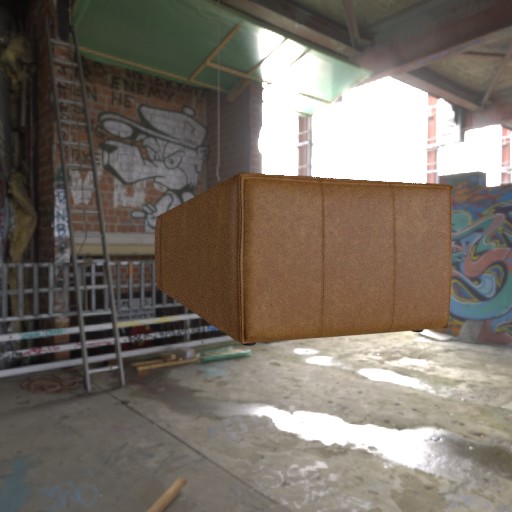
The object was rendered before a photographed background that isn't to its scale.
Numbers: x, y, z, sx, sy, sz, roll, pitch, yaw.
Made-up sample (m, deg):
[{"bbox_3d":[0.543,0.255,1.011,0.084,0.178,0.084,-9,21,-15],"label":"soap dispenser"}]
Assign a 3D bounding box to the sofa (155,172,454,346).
[{"bbox_3d":[0.000,0.000,3.053,1.102,0.701,2.581,0,1,-20],"label":"sofa"}]
